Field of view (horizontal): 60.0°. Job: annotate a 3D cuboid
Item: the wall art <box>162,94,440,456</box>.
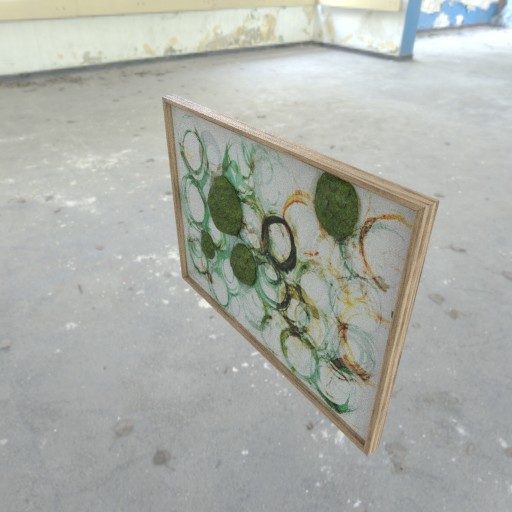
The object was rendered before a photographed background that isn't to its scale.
[{"bbox_3d":[0.000,0.000,1.098,0.063,0.609,0.841,-22,39,-30],"label":"wall art"}]
